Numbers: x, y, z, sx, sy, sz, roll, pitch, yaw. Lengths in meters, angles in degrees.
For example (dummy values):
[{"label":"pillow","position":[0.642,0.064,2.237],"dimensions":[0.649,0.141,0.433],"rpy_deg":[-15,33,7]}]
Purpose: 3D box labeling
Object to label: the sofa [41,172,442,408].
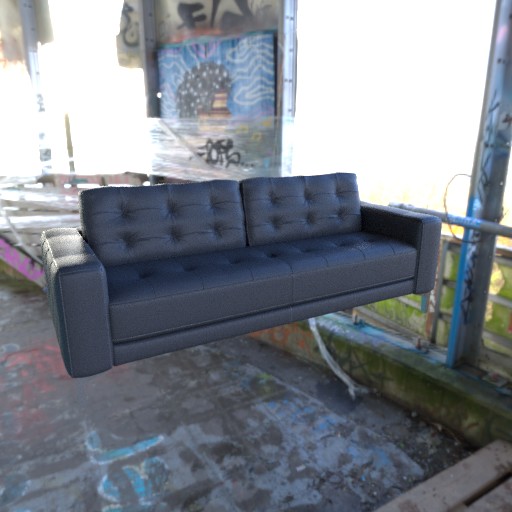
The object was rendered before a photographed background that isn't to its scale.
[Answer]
[{"label":"sofa","position":[0.000,0.000,2.655],"dimensions":[2.275,0.893,0.833],"rpy_deg":[-9,18,-27]}]
